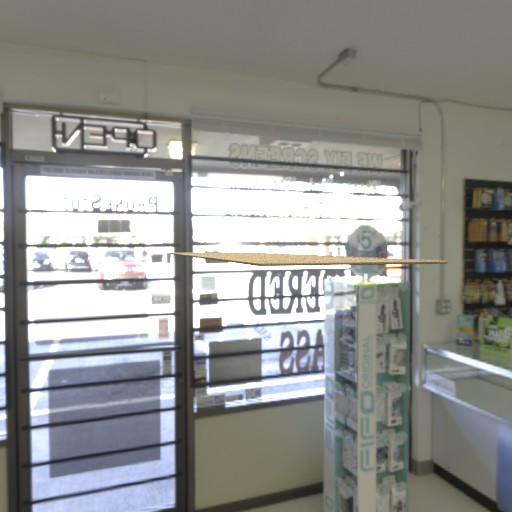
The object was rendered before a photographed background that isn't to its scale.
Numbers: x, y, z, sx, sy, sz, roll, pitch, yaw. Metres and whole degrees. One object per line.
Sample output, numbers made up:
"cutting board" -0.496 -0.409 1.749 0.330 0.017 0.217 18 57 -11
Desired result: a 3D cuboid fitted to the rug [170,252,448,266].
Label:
"rug" 0.000 0.000 2.742 0.769 0.012 2.448 0 1 -18
